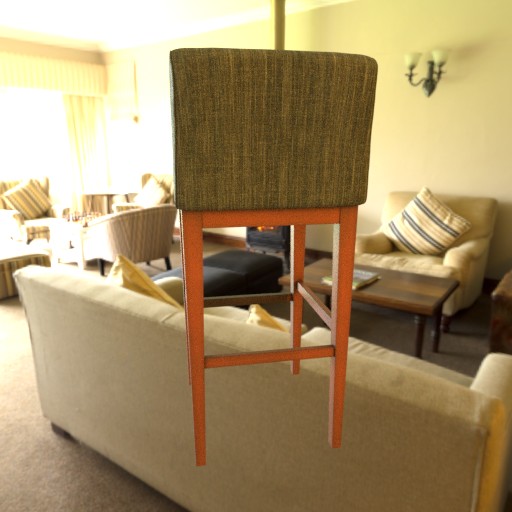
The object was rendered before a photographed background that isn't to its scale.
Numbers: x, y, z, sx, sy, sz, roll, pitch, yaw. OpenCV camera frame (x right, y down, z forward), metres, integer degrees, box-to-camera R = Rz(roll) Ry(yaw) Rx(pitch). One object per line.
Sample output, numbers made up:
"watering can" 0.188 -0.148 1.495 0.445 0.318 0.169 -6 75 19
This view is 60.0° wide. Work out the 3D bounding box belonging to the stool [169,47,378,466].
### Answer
"stool" 0.000 0.000 1.210 0.426 0.965 0.499 -3 15 -10
